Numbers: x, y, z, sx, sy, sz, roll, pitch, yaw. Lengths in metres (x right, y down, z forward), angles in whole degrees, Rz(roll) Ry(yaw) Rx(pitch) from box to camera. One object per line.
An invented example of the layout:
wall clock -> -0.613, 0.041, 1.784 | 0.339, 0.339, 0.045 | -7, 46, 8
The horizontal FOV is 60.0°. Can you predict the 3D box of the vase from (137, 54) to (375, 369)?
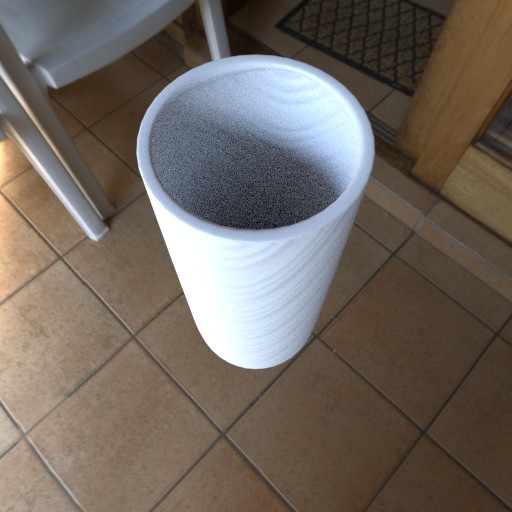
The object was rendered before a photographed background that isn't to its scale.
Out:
vase -> 0.000, 0.000, 0.398 | 0.143, 0.316, 0.143 | 0, 64, 0
